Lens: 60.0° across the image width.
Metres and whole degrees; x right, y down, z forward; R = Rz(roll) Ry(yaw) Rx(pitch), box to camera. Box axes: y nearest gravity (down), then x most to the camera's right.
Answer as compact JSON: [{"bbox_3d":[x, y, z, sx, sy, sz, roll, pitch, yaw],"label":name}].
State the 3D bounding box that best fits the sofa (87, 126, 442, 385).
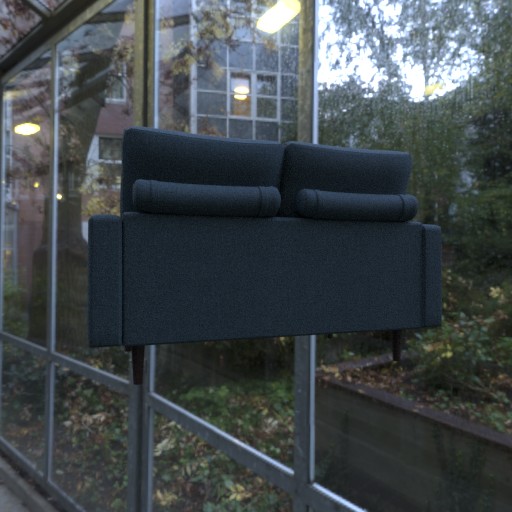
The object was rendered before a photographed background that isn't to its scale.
[{"bbox_3d":[0.000,0.000,2.007,1.407,0.907,0.842,0,-1,-19],"label":"sofa"}]
